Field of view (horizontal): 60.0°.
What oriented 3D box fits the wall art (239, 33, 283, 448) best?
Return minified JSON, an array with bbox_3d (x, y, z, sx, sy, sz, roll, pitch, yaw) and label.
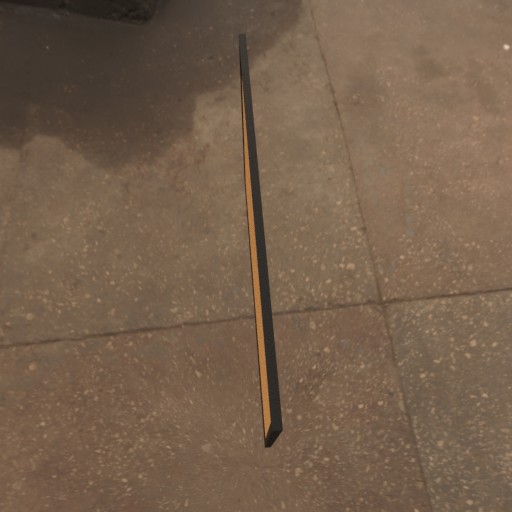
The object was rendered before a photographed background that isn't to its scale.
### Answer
[{"bbox_3d":[0.000,0.000,0.857,0.013,0.458,0.664,-4,64,-2],"label":"wall art"}]
